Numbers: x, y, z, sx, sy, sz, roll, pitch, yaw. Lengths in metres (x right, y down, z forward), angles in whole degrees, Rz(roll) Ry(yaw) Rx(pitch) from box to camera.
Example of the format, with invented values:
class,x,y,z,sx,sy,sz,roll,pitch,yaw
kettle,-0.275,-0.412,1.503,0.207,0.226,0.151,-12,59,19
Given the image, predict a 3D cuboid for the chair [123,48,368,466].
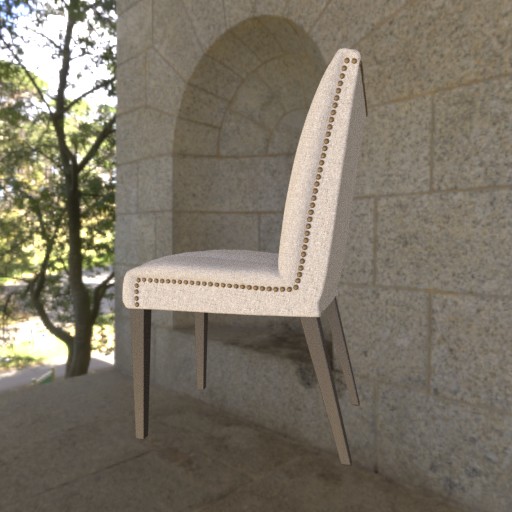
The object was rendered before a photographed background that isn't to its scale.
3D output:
class,x,y,z,sx,sy,sz,roll,pitch,yaw
chair,0.000,0.000,1.362,0.647,1.016,0.511,1,2,16
